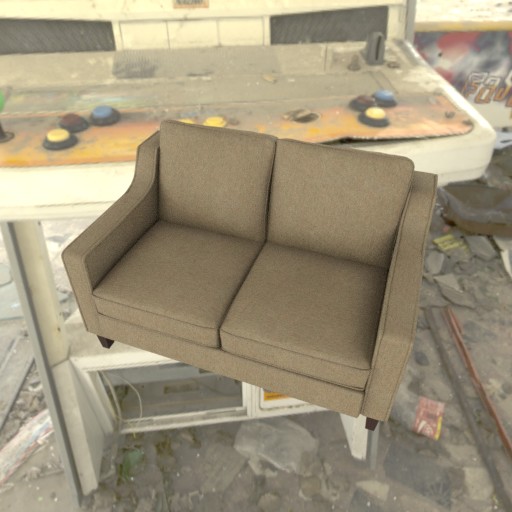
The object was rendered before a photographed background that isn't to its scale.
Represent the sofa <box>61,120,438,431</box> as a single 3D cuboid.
[{"bbox_3d":[0.000,0.000,2.166,1.503,0.981,0.985,13,41,15],"label":"sofa"}]
